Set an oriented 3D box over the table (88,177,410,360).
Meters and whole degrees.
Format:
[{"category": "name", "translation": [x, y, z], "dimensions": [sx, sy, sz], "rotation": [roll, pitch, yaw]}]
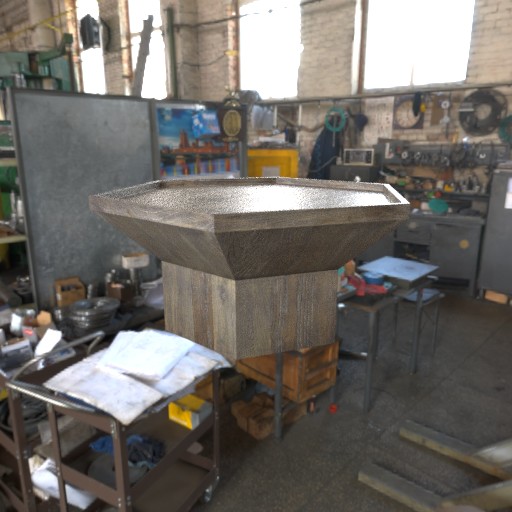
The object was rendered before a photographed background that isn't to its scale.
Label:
[{"category": "table", "translation": [0.000, 0.000, 1.631], "dimensions": [0.966, 0.488, 1.115], "rotation": [3, 15, 10]}]
